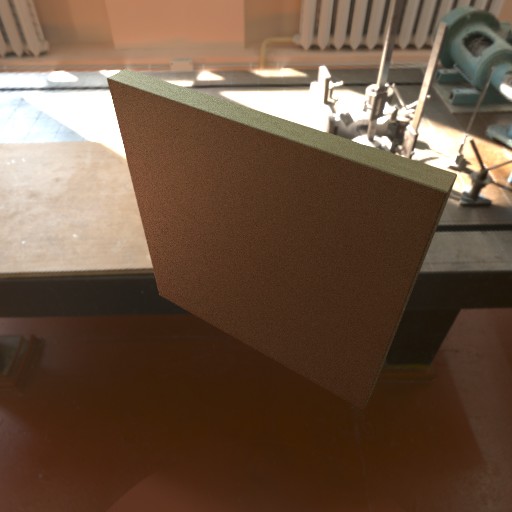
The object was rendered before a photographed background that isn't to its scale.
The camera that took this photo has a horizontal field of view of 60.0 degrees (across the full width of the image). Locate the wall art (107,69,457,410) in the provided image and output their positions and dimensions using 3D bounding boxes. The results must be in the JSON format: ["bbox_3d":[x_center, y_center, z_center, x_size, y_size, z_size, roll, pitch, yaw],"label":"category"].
[{"bbox_3d":[0.000,0.000,0.751,0.503,0.506,0.040,25,51,23],"label":"wall art"}]
